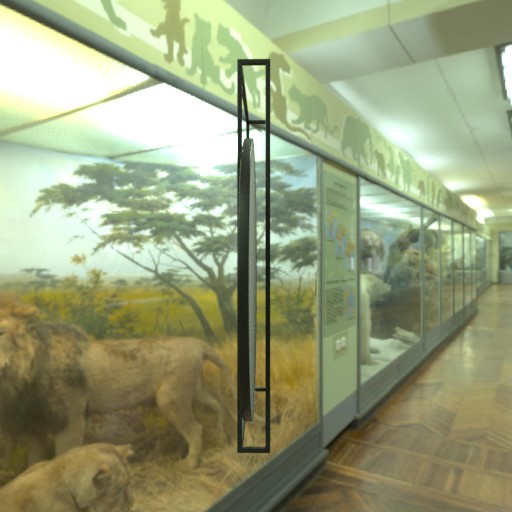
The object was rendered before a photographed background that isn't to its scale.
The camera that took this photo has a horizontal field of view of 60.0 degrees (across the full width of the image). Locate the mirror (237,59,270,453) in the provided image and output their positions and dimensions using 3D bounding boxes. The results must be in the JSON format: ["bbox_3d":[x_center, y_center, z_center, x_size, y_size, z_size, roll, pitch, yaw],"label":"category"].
[{"bbox_3d":[0.000,0.000,0.835,0.051,0.603,0.508,0,0,1],"label":"mirror"}]
